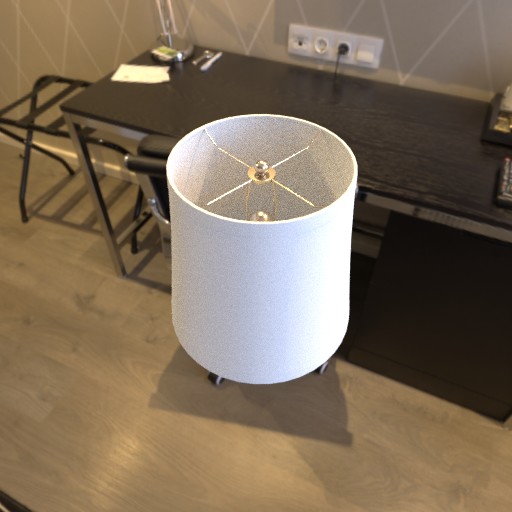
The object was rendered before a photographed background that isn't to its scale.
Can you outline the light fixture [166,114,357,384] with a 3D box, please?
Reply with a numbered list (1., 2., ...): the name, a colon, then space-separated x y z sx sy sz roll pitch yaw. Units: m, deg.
1. light fixture: 0.000 0.000 0.591 0.223 0.381 0.348 -4 46 -3
